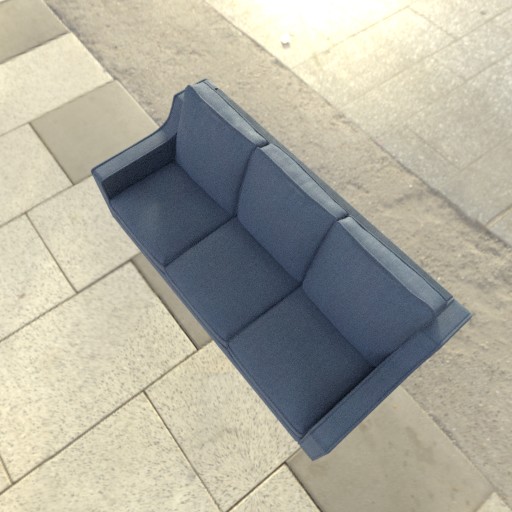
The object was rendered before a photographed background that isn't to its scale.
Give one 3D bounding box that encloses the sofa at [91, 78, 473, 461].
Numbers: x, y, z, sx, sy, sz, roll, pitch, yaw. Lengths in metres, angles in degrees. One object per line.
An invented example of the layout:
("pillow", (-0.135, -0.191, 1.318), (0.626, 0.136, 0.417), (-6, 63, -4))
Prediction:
("sofa", (0.000, 0.000, 2.507), (0.911, 0.974, 1.986), (-37, 68, -17))
